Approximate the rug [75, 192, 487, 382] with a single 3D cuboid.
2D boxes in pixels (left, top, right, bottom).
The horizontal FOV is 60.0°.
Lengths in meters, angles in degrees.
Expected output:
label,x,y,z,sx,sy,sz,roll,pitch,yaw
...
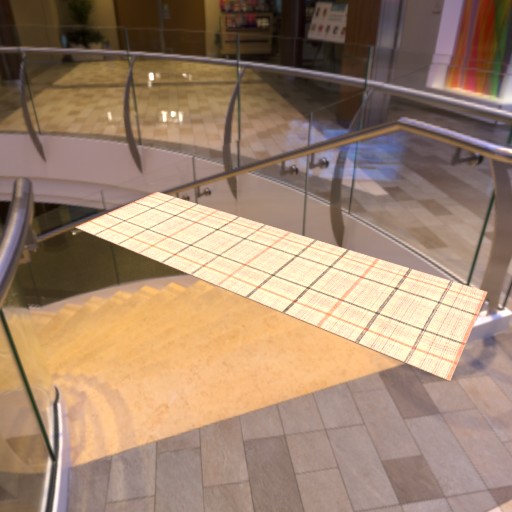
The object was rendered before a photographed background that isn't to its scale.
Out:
label,x,y,z,sx,sy,sz,roll,pitch,yaw
rug,0.000,0.000,2.665,2.439,0.008,0.762,19,35,29
